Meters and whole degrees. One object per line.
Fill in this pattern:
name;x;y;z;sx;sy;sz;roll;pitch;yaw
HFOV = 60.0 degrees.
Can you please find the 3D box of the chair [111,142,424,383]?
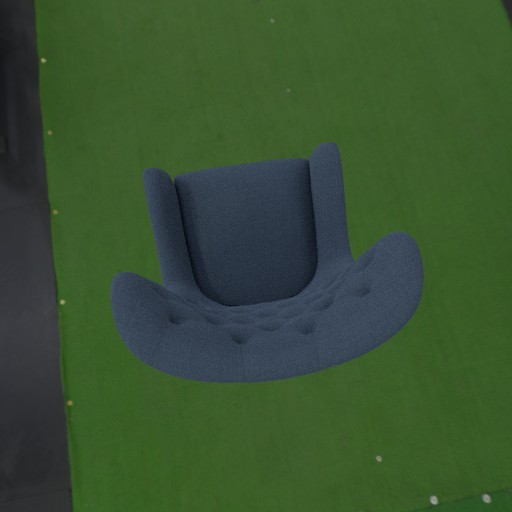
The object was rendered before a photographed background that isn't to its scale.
chair;0.000;0.000;1.717;0.831;1.079;0.930;-8;75;-2
